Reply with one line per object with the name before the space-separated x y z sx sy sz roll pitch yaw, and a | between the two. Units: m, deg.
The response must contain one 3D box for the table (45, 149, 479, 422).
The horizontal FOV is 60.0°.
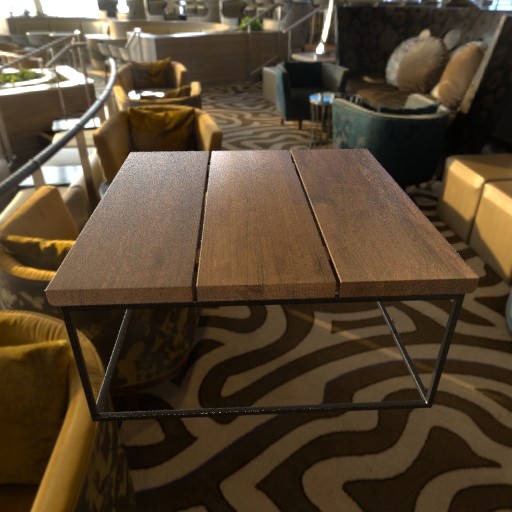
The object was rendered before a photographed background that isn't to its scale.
table | 0.000 0.000 1.404 0.900 0.400 0.900 -1 31 -2
